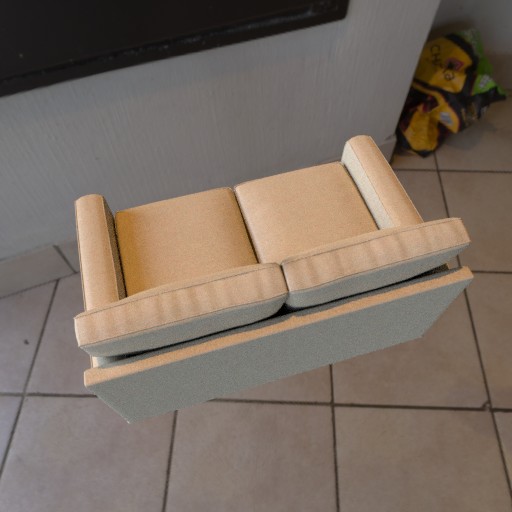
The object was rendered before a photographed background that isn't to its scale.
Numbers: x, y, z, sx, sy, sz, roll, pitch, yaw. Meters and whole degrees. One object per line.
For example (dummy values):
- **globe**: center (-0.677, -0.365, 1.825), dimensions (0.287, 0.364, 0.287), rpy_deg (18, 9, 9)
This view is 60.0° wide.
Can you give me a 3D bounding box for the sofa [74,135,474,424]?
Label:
- **sofa**: center (0.000, 0.000, 2.023), dimensions (1.484, 0.853, 0.942), rpy_deg (-14, 60, -8)
